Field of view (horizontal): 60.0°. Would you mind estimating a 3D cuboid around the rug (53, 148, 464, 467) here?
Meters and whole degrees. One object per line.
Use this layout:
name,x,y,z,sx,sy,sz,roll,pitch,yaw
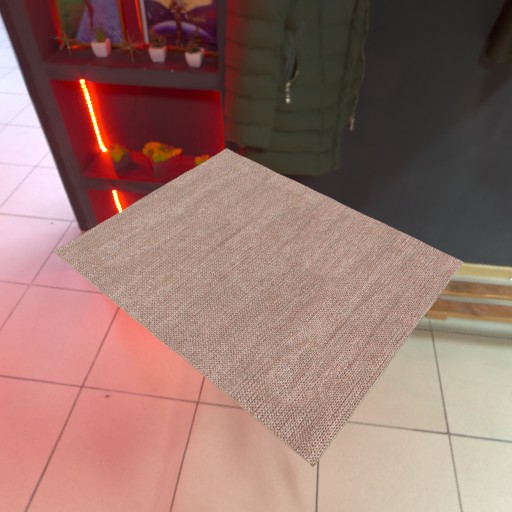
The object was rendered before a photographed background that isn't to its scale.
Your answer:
rug,0.000,0.000,4.182,3.052,0.030,2.429,31,53,27
